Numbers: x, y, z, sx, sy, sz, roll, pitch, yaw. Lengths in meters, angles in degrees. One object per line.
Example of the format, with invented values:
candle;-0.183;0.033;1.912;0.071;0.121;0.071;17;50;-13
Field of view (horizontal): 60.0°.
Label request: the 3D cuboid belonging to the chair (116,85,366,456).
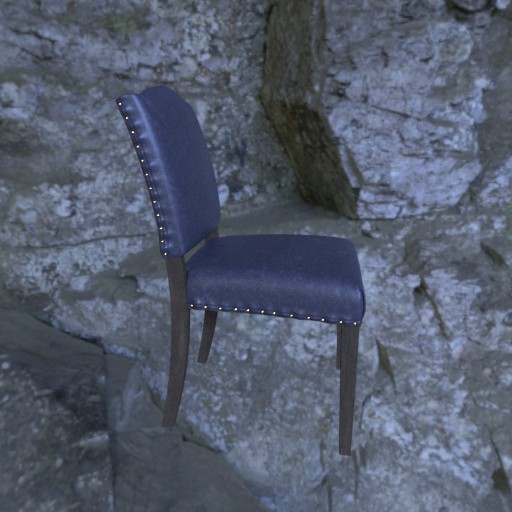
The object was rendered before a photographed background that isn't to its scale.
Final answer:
chair;0.000;0.000;1.366;0.633;0.991;0.500;3;17;9
